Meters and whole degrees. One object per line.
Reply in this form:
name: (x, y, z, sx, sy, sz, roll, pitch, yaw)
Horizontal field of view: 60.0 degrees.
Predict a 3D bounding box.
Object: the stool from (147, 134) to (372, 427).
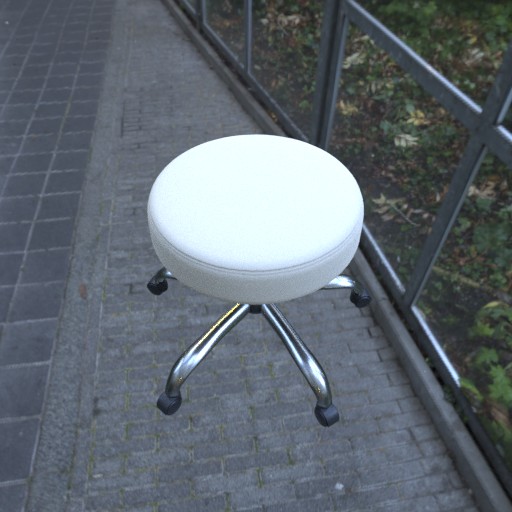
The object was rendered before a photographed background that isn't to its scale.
stool: (0.000, 0.000, 1.049, 0.634, 0.482, 0.614, 3, 47, 3)
